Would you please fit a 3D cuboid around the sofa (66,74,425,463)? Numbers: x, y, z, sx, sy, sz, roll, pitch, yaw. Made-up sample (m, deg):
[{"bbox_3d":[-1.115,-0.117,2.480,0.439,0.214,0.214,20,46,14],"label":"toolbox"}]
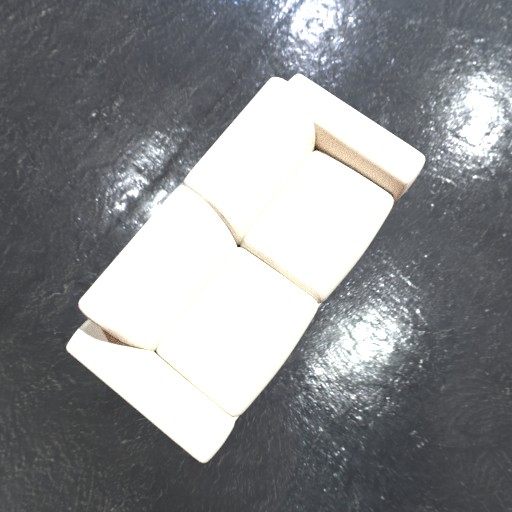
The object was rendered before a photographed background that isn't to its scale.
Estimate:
[{"bbox_3d":[0.000,0.000,2.366,0.900,0.772,1.901,36,79,8],"label":"sofa"}]
